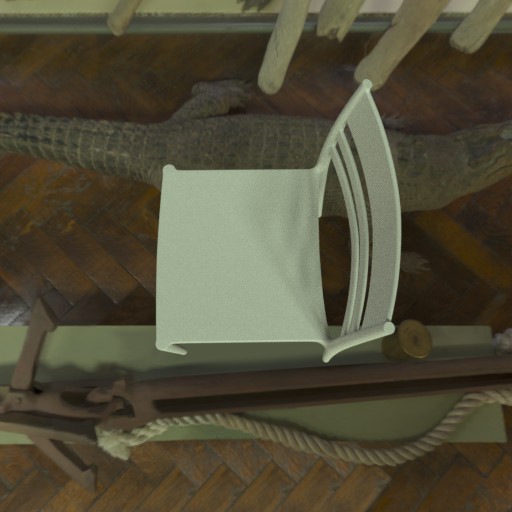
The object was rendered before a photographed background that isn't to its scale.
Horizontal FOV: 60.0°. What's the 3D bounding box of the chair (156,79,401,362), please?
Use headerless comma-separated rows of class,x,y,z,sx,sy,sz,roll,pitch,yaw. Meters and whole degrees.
chair,0.000,0.000,1.152,0.511,0.800,0.531,-1,76,0
